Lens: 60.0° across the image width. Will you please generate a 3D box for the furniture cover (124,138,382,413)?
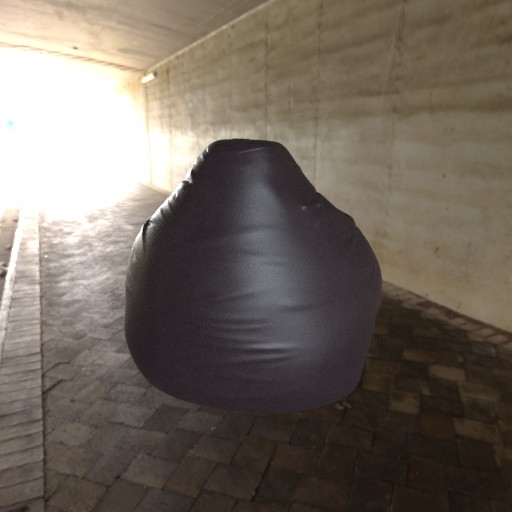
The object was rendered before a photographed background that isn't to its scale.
[{"bbox_3d":[0.000,0.000,1.927,1.070,0.990,1.070,2,15,7],"label":"furniture cover"}]
